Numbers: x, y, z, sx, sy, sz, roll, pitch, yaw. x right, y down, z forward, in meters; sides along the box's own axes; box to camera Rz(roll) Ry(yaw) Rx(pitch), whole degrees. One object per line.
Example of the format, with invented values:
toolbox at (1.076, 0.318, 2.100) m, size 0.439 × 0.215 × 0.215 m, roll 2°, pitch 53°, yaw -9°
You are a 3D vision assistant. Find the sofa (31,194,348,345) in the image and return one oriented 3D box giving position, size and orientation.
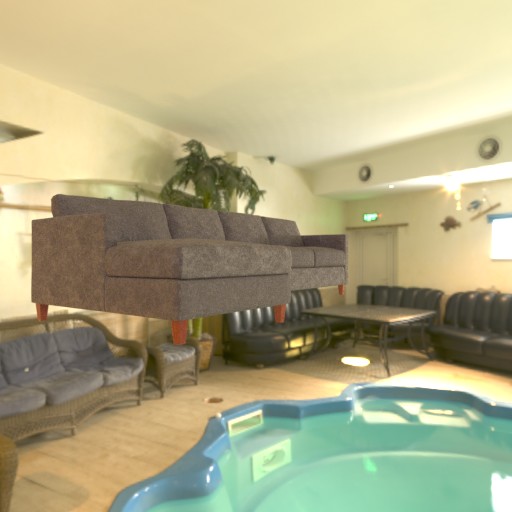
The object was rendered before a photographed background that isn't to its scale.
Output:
sofa at (0.000, 0.000, 4.174) m, size 1.606 × 0.954 × 3.471 m, roll 0°, pitch 0°, yaw 37°
